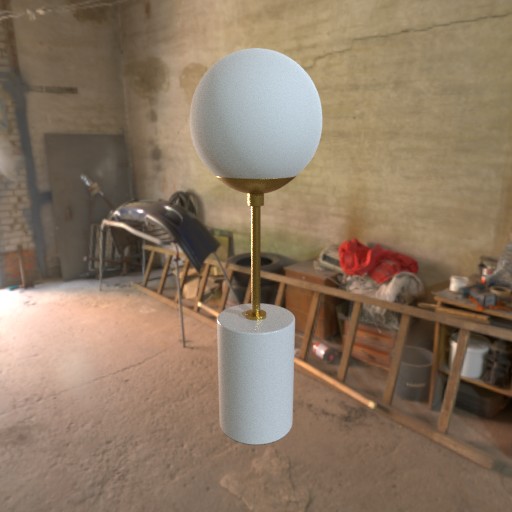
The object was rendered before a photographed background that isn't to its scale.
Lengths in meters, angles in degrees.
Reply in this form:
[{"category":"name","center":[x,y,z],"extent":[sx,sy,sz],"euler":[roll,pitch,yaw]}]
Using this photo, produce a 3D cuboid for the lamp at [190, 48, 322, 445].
[{"category":"lamp","center":[0.000,0.000,0.560],"extent":[0.153,0.480,0.153],"euler":[0,15,0]}]
